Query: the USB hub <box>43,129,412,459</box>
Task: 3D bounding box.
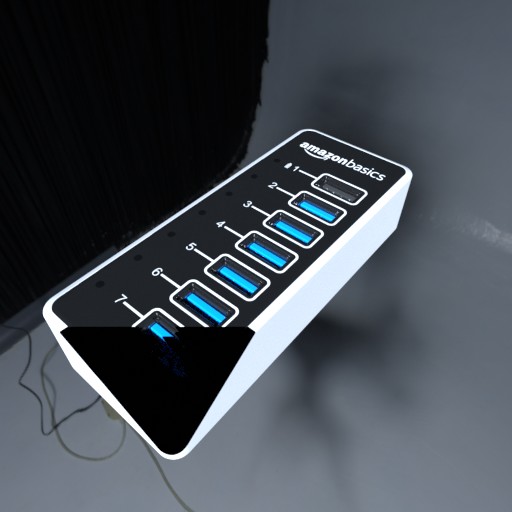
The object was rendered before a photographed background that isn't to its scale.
[{"bbox_3d":[0.000,0.000,0.132,0.044,0.023,0.110,31,53,27],"label":"USB hub"}]
